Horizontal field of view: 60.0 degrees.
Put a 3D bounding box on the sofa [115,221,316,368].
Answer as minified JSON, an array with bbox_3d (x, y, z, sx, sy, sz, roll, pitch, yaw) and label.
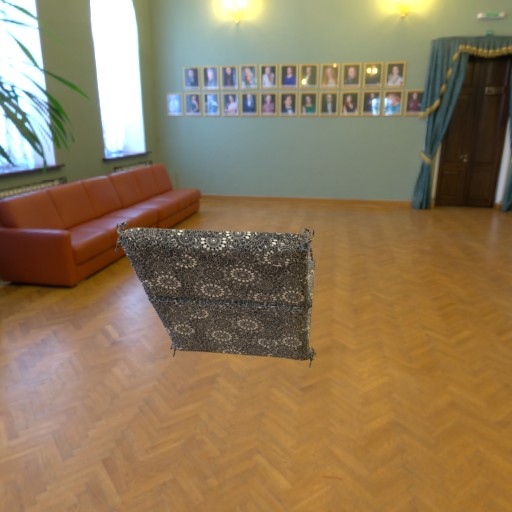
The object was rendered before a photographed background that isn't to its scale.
[{"bbox_3d":[0.000,0.000,2.023,0.582,0.622,1.663,2,17,8],"label":"sofa"}]
